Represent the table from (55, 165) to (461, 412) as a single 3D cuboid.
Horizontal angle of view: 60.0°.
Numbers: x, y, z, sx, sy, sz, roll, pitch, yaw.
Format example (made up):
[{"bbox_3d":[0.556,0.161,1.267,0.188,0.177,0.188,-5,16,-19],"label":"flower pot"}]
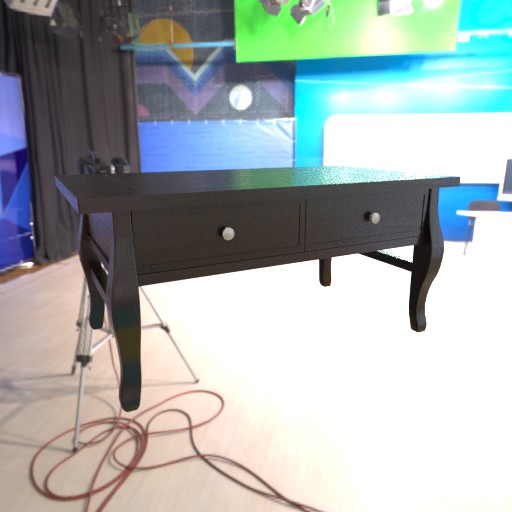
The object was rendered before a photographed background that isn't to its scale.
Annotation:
[{"bbox_3d":[0.000,0.000,1.386,1.062,0.494,0.600,-8,17,-26],"label":"table"}]
